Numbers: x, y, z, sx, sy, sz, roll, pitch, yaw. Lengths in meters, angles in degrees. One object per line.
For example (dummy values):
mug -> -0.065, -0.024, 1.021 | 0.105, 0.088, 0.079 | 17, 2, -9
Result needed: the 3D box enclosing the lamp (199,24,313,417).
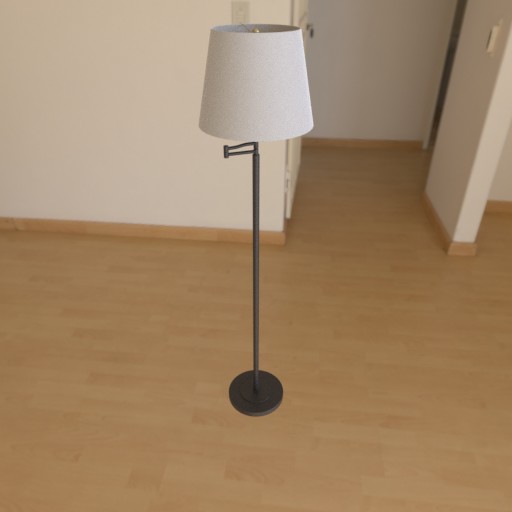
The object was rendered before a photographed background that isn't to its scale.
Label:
lamp -> 0.000, 0.000, 1.604 | 0.348, 1.473, 0.348 | -10, 34, -16
